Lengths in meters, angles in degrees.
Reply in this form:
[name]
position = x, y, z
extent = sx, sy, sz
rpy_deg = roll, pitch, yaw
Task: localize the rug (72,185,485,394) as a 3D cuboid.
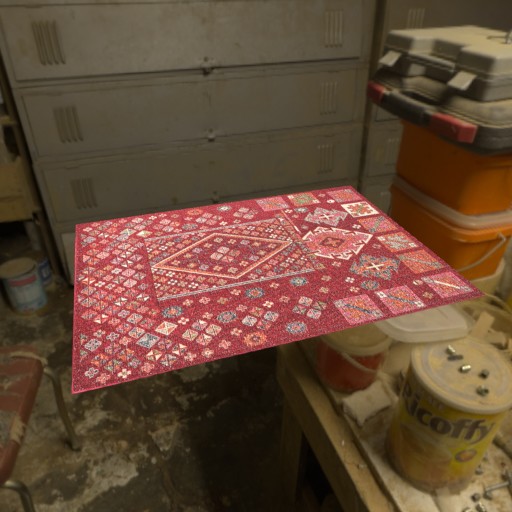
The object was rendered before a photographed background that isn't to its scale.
[rug]
position = 0.000, 0.000, 2.814
extent = 2.184, 0.007, 1.579
rpy_deg = -10, 34, -15
